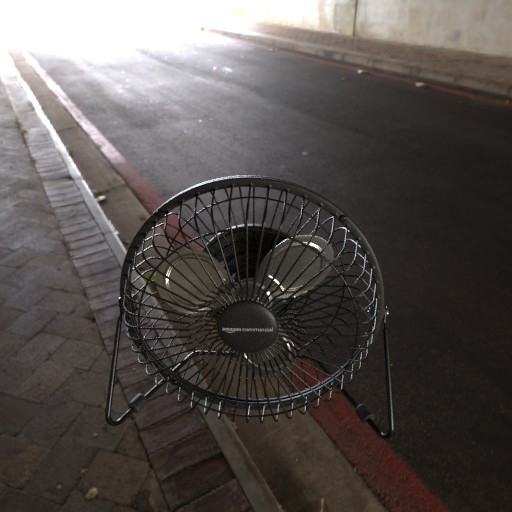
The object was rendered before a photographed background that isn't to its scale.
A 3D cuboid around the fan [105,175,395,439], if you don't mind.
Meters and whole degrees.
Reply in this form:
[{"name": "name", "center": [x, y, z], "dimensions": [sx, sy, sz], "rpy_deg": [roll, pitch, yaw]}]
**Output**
[{"name": "fan", "center": [0.000, 0.000, 0.373], "dimensions": [0.209, 0.188, 0.227], "rpy_deg": [2, 32, 3]}]
